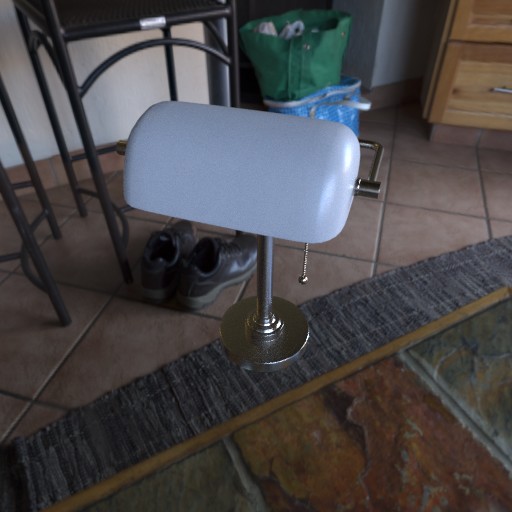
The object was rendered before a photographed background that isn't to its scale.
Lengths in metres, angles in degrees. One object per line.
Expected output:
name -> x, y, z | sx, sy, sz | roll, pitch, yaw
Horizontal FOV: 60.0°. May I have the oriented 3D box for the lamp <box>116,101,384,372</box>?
lamp -> 0.000, 0.000, 0.566 | 0.269, 0.404, 0.227 | 12, 41, 14
